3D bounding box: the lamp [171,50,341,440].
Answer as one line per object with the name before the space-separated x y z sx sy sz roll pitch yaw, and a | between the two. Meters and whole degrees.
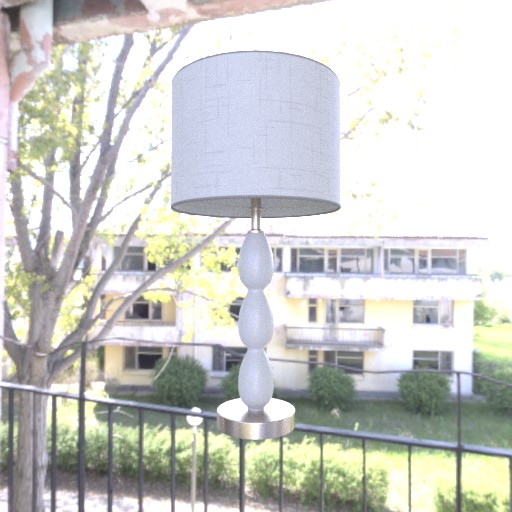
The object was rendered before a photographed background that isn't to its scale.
lamp | 0.000 0.000 0.741 0.280 0.559 0.282 0 -1 18
